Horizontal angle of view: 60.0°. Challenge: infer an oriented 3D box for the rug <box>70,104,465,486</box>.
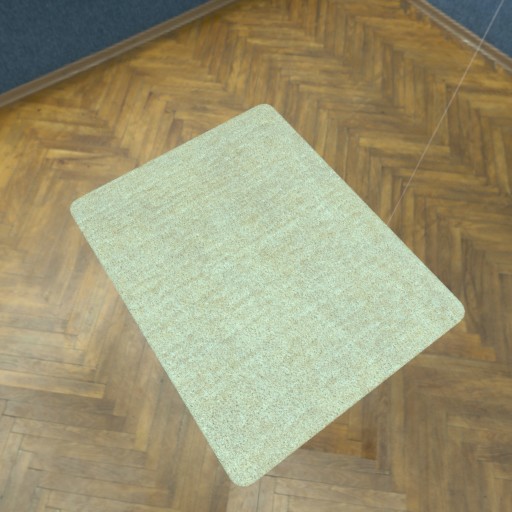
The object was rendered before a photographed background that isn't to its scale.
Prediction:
[{"bbox_3d":[0.000,0.000,3.404,2.009,0.048,2.528,-32,68,-15],"label":"rug"}]
